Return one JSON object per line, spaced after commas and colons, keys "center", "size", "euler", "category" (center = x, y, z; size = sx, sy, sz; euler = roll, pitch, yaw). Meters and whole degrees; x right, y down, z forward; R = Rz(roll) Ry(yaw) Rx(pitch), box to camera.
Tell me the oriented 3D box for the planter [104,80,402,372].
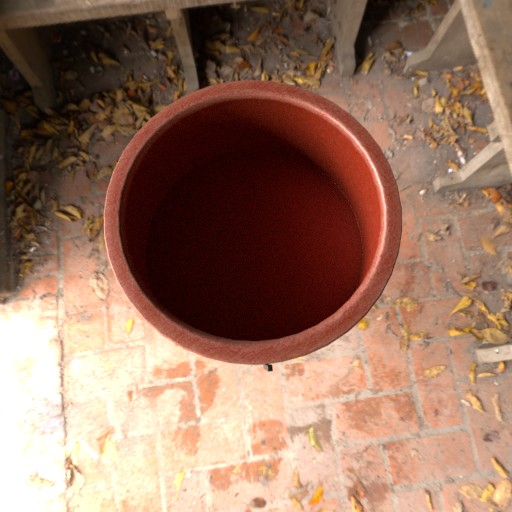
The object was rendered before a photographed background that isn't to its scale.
{"center": [0.000, 0.000, 0.730], "size": [0.354, 0.465, 0.345], "euler": [-36, 79, -8], "category": "planter"}
